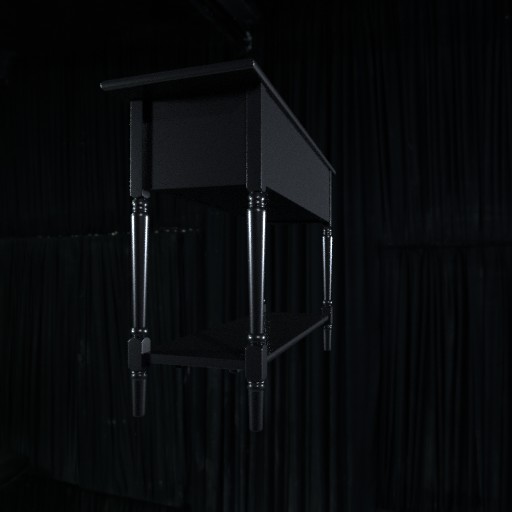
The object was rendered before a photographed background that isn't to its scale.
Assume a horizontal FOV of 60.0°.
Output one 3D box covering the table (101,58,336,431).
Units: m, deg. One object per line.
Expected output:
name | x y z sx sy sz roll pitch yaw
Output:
table | 0.000 0.000 1.552 0.386 0.819 1.191 0 -1 18
